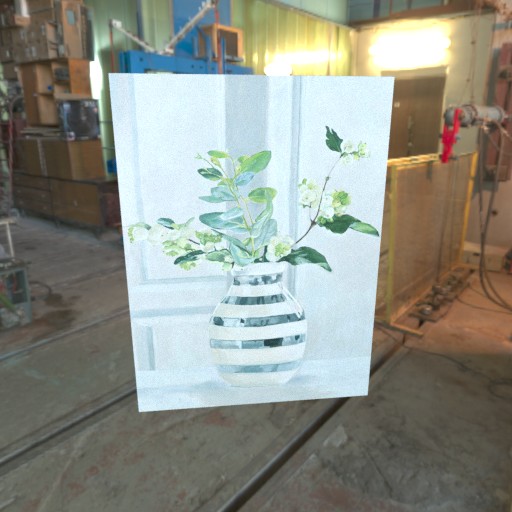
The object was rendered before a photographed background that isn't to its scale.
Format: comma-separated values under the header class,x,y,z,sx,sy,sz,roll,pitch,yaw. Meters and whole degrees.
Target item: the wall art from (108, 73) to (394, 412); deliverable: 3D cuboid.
class,x,y,z,sx,sy,sz,roll,pitch,yaw
wall art,0.000,0.000,1.600,0.914,1.212,0.038,-2,17,-7
